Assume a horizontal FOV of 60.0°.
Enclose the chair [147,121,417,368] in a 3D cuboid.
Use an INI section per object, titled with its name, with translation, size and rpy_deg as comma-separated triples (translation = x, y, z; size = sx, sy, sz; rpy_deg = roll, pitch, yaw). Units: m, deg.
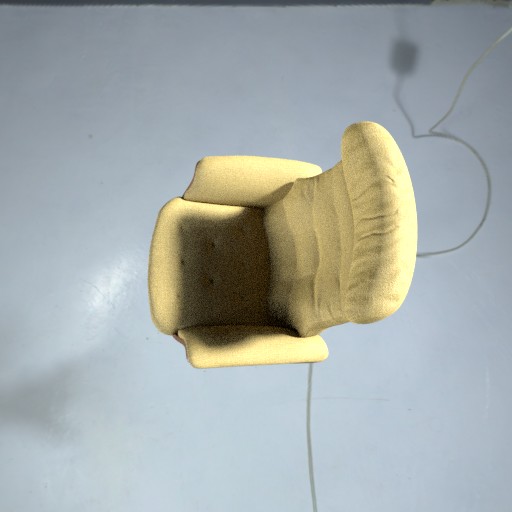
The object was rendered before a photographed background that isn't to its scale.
[chair]
translation = 0.000, 0.000, 1.585
size = 0.837, 0.995, 0.785
rpy_deg = 1, 76, 0
